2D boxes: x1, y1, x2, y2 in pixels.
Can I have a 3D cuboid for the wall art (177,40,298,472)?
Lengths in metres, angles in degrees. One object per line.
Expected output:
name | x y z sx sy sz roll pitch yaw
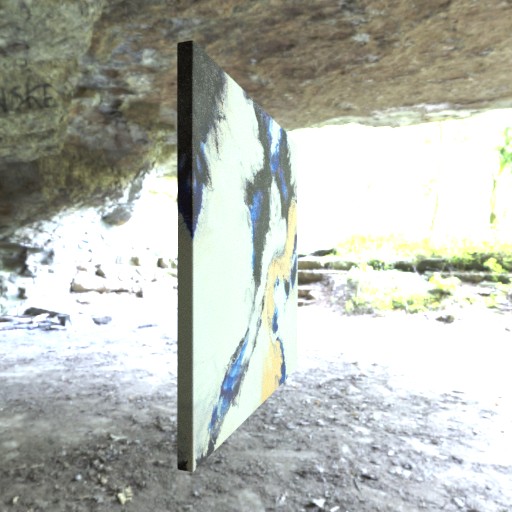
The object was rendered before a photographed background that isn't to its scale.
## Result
wall art | 0.000 0.000 1.328 0.038 0.885 0.887 0 0 19
